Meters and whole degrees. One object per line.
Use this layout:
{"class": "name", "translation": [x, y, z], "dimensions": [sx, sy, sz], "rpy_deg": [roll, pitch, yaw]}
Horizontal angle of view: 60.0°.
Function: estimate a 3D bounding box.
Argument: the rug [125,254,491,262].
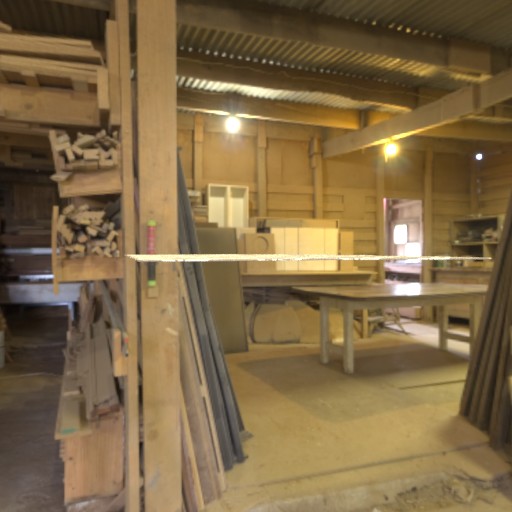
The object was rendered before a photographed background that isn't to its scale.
{"class": "rug", "translation": [0.000, 0.000, 4.406], "dimensions": [2.441, 0.020, 3.419], "rpy_deg": [0, 1, -18]}
